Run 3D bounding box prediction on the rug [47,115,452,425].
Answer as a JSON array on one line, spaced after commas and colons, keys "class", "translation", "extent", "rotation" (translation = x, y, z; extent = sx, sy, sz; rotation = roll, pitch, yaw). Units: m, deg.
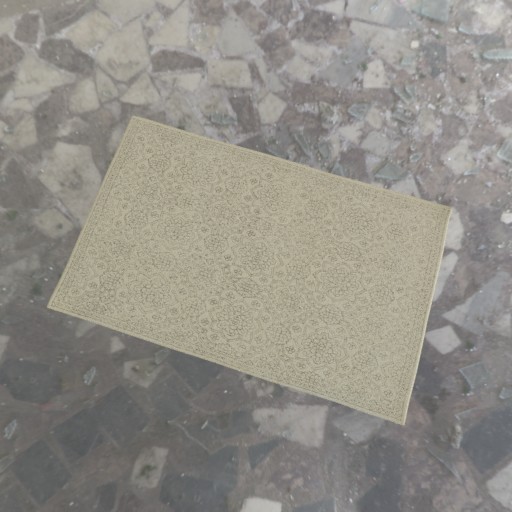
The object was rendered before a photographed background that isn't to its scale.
[{"class": "rug", "translation": [0.000, 0.000, 2.426], "extent": [1.947, 0.023, 1.214], "rotation": [17, 76, 4]}]
